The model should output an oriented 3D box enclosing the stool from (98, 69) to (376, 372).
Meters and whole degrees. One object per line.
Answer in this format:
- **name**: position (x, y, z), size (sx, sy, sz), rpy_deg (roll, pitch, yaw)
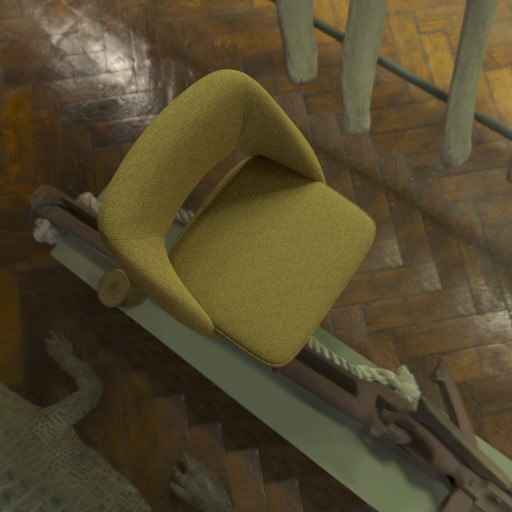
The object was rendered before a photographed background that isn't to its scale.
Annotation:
- **stool**: position (0.000, 0.000, 1.262), size (0.522, 0.939, 0.536), rpy_deg (35, 79, 8)
